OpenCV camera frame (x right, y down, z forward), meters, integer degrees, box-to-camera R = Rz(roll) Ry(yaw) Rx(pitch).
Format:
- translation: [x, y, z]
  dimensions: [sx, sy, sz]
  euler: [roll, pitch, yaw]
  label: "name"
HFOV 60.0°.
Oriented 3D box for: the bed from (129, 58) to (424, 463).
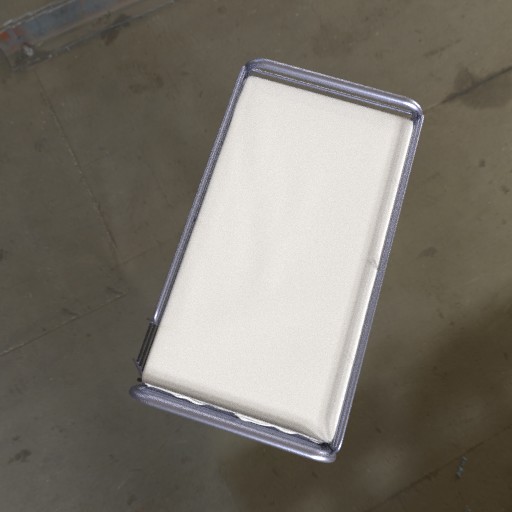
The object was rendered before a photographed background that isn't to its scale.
- translation: [0.000, 0.000, 2.914]
  dimensions: [1.415, 1.288, 1.965]
  euler: [17, 78, 4]
  label: "bed"
